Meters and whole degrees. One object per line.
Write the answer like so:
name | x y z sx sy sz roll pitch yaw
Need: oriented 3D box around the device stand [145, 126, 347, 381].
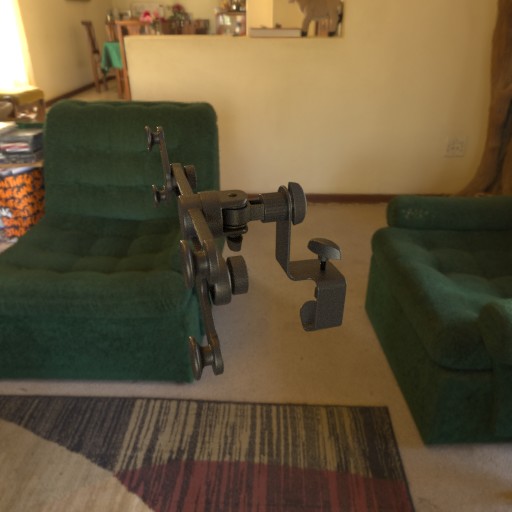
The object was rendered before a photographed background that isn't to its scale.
device stand | 0.000 0.000 0.364 0.142 0.166 0.270 -8 30 -14
